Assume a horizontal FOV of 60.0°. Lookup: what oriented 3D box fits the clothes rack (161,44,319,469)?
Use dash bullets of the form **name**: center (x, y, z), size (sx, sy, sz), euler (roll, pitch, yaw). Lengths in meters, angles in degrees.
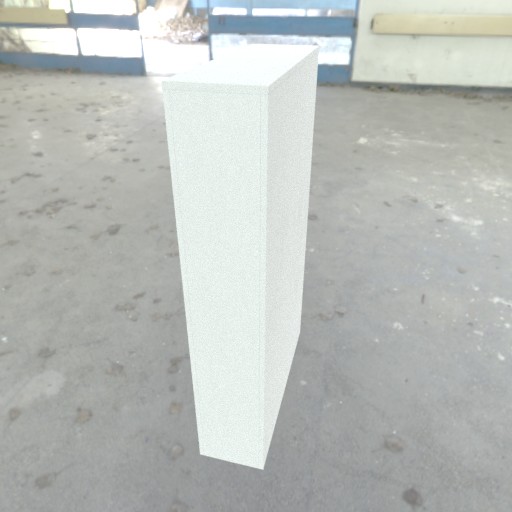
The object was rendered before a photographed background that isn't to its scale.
- **clothes rack**: center (0.000, 0.000, 1.564), size (0.250, 1.280, 0.750), euler (8, 32, 13)
